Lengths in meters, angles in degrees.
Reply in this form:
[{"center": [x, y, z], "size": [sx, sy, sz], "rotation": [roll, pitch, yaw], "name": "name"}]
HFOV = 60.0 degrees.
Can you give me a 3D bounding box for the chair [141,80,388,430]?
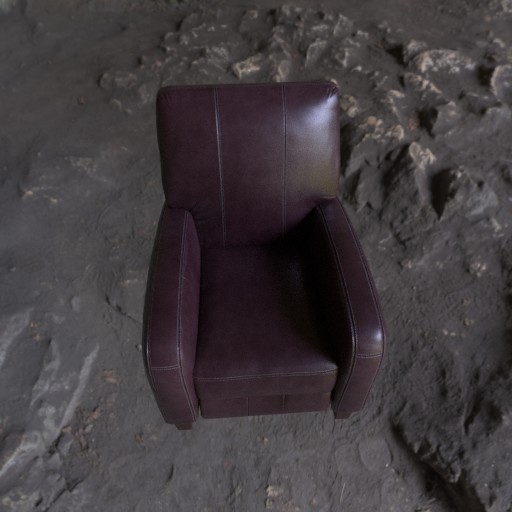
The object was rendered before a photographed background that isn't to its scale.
[{"center": [0.000, 0.000, 1.653], "size": [0.762, 0.990, 0.990], "rotation": [-3, 46, -3], "name": "chair"}]
